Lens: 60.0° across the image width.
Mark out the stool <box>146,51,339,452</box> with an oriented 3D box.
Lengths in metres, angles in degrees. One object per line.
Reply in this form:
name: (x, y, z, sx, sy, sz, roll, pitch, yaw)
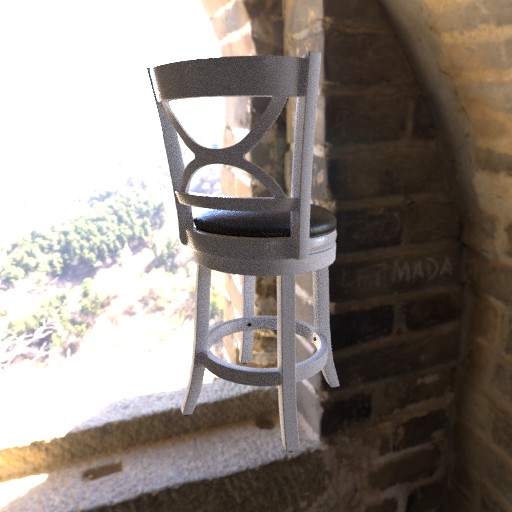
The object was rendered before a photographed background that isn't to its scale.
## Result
stool: (0.000, 0.000, 1.218, 0.444, 0.953, 0.508, 8, 17, 27)
